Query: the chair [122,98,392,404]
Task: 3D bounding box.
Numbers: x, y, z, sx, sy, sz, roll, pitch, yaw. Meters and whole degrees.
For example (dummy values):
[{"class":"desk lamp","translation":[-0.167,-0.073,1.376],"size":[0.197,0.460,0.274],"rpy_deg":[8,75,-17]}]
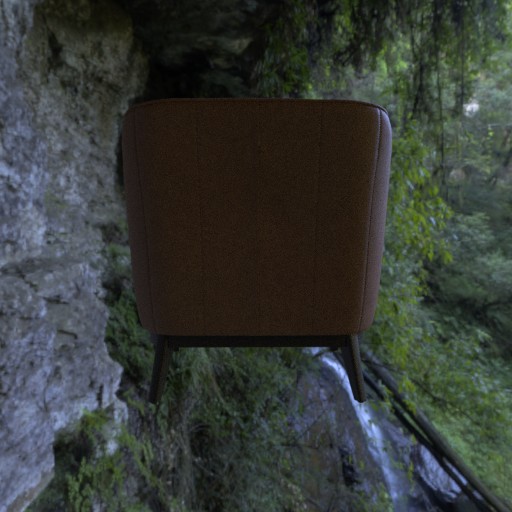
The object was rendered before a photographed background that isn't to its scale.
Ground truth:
[{"class":"chair","translation":[0.000,0.000,1.559],"size":[0.871,0.830,0.852],"rpy_deg":[0,1,-1]}]
